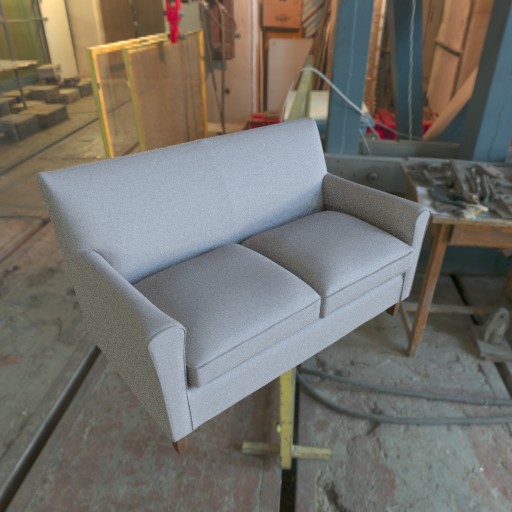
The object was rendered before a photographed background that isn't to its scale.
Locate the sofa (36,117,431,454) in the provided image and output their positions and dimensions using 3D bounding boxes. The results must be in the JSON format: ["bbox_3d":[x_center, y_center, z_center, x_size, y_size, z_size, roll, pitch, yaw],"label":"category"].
[{"bbox_3d":[0.000,0.000,2.030,1.482,0.890,0.888,-22,37,-33],"label":"sofa"}]
